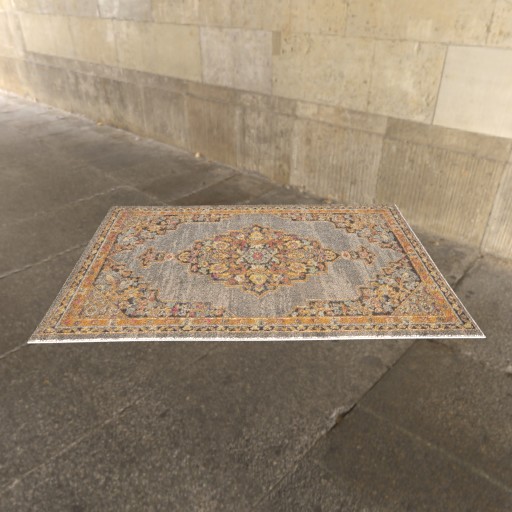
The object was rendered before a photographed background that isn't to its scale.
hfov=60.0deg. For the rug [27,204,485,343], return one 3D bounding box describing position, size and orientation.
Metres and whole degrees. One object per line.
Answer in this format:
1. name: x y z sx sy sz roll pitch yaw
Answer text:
1. rug: 0.000 0.000 3.872 3.063 0.024 2.158 0 31 -1
